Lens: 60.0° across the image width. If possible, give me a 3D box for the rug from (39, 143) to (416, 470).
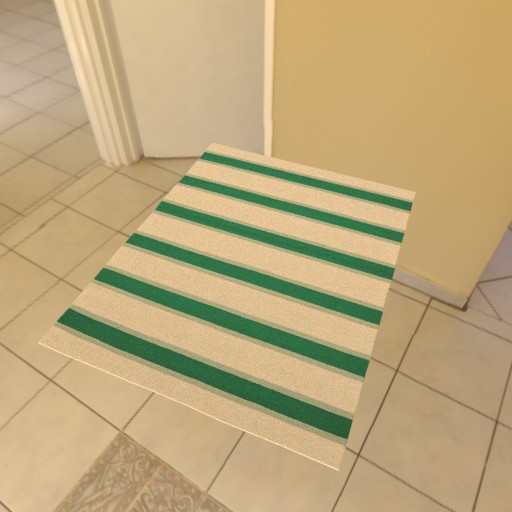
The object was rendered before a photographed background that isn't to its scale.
[{"bbox_3d":[0.000,0.000,4.100,2.434,0.019,3.041,17,49,15],"label":"rug"}]
